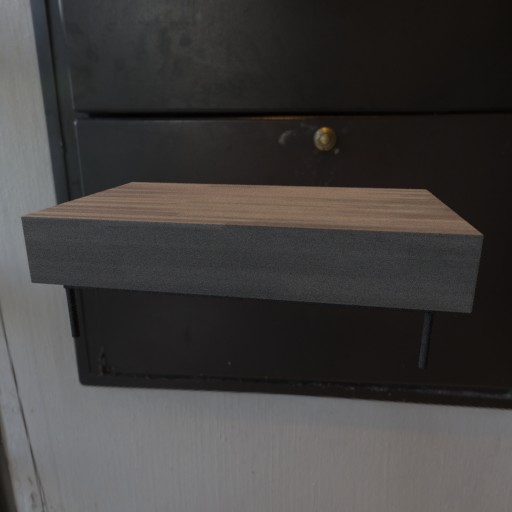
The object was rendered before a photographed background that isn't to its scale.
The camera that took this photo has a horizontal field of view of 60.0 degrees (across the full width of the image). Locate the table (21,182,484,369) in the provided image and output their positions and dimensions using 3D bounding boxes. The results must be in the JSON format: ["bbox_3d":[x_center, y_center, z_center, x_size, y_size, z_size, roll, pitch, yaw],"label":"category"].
[{"bbox_3d":[0.000,0.000,1.375,1.088,0.347,0.643,3,17,10],"label":"table"}]
